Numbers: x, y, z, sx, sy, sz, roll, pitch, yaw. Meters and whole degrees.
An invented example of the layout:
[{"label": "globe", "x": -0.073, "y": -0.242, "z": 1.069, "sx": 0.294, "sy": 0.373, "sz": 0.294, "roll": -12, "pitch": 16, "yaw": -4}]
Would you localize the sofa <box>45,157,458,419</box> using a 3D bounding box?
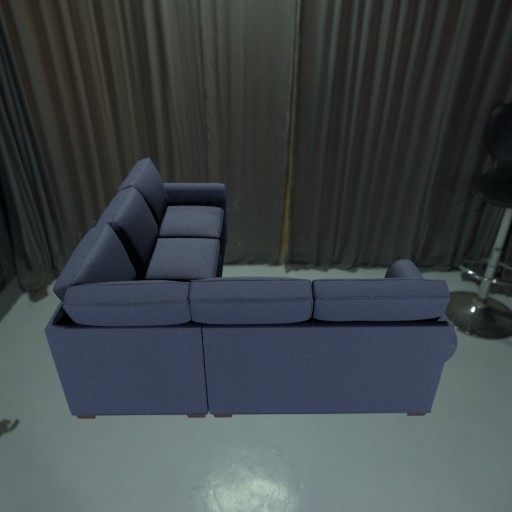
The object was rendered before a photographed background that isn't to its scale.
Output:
[{"label": "sofa", "x": 0.000, "y": 0.000, "z": 3.805, "sx": 2.487, "sy": 1.042, "sz": 2.562, "roll": 0, "pitch": 31, "yaw": -1}]
